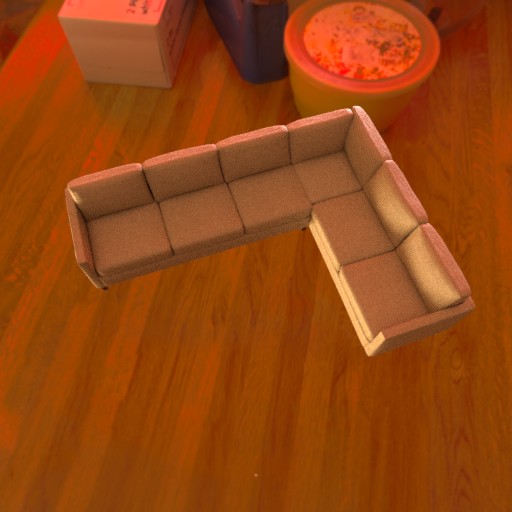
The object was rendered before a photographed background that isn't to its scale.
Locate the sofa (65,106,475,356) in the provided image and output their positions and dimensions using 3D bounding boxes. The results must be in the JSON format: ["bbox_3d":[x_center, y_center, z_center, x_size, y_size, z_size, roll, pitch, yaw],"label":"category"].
[{"bbox_3d":[0.000,0.000,4.428,3.333,0.934,2.522,-17,65,-8],"label":"sofa"}]
